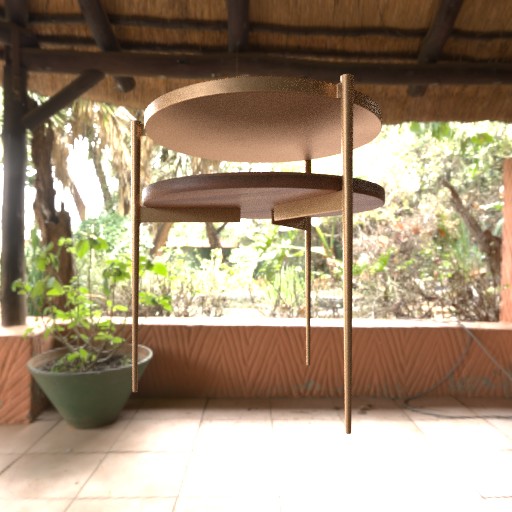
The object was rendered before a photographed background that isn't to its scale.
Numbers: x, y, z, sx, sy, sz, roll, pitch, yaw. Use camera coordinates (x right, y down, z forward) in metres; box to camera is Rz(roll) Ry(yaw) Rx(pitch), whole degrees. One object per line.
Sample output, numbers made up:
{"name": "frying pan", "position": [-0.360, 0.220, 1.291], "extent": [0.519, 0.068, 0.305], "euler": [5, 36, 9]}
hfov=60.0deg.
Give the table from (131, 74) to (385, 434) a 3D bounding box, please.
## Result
{"name": "table", "position": [0.000, 0.000, 0.812], "extent": [0.456, 0.493, 0.430], "euler": [0, -1, -1]}
